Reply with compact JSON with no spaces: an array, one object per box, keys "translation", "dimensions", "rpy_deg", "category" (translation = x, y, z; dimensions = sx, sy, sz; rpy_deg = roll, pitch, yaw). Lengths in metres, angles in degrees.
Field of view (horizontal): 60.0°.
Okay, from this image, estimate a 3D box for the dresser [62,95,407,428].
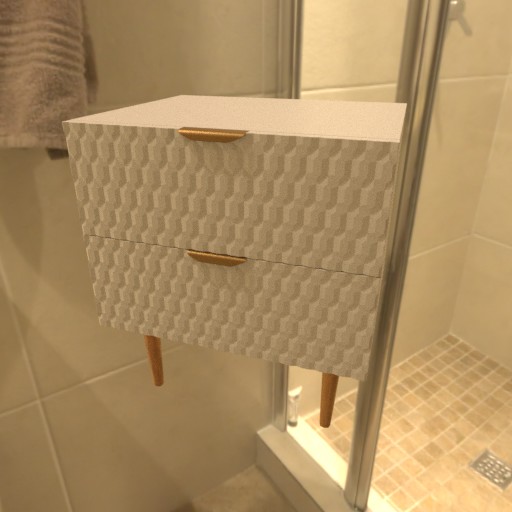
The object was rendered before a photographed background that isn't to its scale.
[{"translation":[0.000,0.000,0.908],"dimensions":[0.503,0.568,0.414],"rpy_deg":[8,27,16],"category":"dresser"}]
